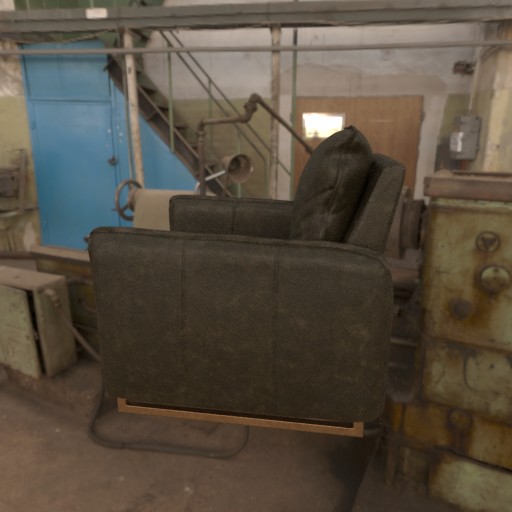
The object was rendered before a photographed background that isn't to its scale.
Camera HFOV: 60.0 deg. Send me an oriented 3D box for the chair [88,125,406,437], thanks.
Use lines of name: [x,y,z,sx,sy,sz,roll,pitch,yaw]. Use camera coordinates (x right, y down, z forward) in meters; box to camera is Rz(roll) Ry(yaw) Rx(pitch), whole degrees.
chair: [0.000,0.000,1.627,0.921,0.921,0.830,3,16,9]
